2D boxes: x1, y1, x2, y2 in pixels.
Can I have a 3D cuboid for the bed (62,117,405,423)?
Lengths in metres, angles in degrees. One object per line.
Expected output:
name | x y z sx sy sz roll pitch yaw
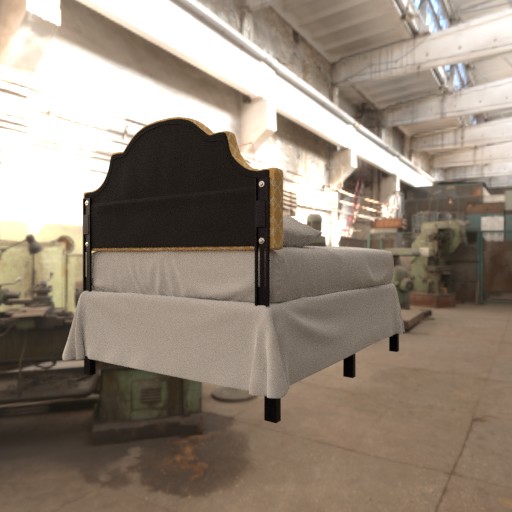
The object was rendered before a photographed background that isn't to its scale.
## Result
bed | 0.000 0.000 3.426 1.780 1.633 2.222 0 0 35
